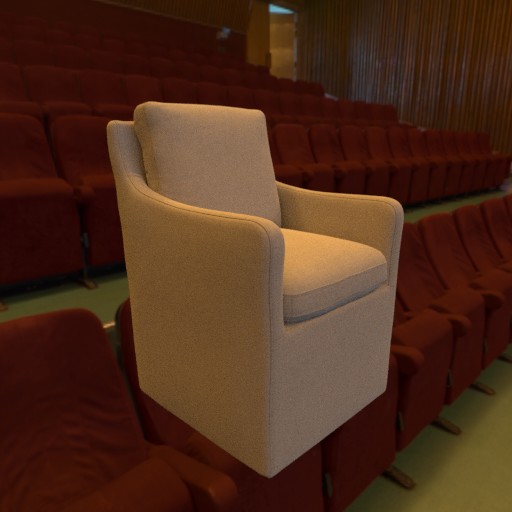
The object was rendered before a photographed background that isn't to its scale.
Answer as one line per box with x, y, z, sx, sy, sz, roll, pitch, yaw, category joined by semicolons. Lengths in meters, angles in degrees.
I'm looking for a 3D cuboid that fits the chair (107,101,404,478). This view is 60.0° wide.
0.000;0.000;1.378;0.694;0.914;0.626;14;19;43;chair
